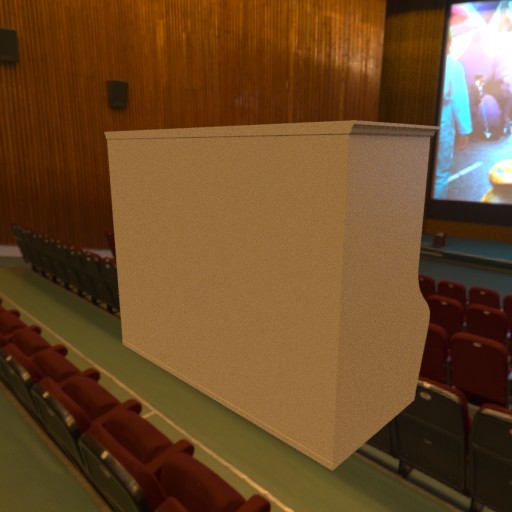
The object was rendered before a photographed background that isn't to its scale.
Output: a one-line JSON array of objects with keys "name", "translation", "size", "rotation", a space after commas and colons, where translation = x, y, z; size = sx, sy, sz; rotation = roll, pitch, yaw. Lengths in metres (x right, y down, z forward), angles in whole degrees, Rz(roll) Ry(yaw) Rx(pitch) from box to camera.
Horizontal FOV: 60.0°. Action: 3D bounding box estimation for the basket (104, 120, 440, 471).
[{"name": "basket", "translation": [0.000, 0.000, 1.144], "size": [0.792, 0.625, 0.376], "rotation": [13, 19, 43]}]
